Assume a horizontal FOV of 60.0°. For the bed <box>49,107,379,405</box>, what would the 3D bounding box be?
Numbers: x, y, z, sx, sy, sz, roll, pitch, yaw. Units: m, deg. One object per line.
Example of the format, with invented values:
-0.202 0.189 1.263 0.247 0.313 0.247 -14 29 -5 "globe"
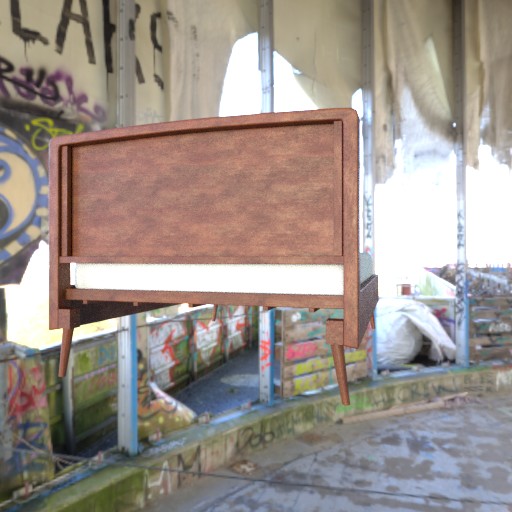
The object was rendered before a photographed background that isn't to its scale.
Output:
0.000 0.000 3.126 1.587 1.275 2.196 0 0 18 "bed"
